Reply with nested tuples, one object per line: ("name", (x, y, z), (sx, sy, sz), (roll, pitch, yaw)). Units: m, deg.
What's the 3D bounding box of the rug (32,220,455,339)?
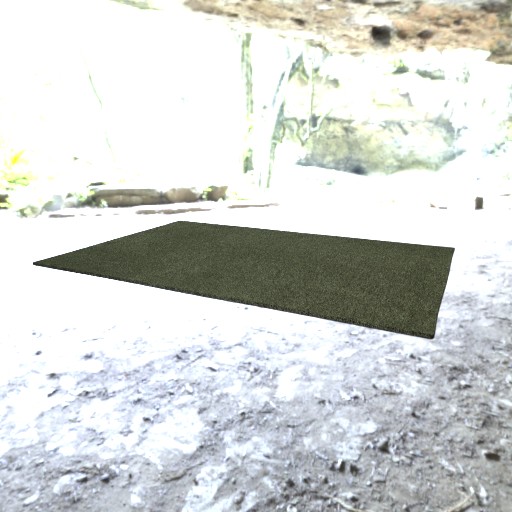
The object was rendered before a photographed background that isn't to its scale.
("rug", (0.000, 0.000, 3.377), (2.699, 0.026, 1.802), (7, 17, 25))
